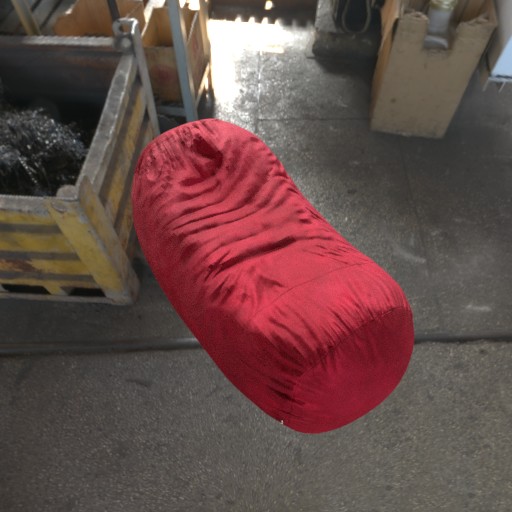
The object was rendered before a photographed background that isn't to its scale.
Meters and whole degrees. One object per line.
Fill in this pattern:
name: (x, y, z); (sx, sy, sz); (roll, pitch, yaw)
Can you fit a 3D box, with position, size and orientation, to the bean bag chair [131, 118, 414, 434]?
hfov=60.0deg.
bean bag chair: (0.000, 0.000, 2.879); (1.216, 0.867, 2.293); (-30, 63, -17)
